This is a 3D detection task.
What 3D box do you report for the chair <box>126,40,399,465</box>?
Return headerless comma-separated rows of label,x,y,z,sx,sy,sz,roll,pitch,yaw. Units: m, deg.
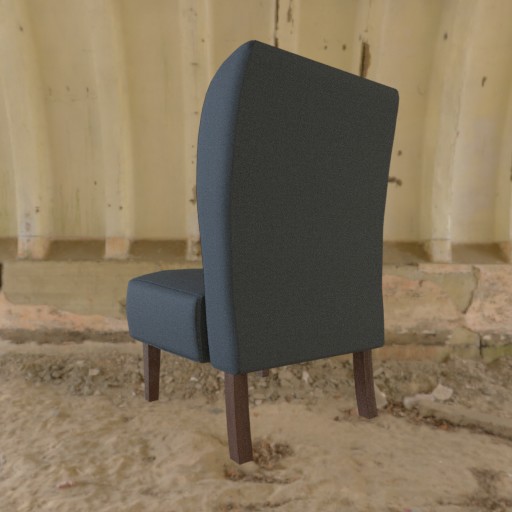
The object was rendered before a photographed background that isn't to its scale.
chair,0.000,0.000,1.172,0.513,0.804,0.592,0,0,-37
